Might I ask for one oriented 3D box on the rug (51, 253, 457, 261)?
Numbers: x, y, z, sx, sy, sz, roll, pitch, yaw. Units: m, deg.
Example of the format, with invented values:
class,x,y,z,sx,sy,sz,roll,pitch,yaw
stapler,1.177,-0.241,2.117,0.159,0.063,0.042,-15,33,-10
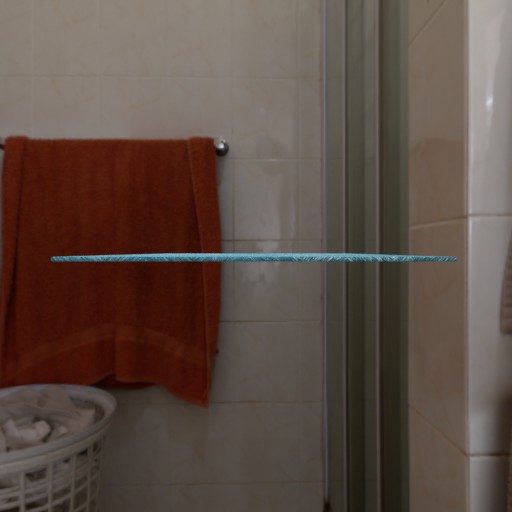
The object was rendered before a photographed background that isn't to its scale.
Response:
class,x,y,z,sx,sy,sz,roll,pitch,yaw
rug,0.000,0.000,4.222,2.405,0.027,3.217,0,1,1
